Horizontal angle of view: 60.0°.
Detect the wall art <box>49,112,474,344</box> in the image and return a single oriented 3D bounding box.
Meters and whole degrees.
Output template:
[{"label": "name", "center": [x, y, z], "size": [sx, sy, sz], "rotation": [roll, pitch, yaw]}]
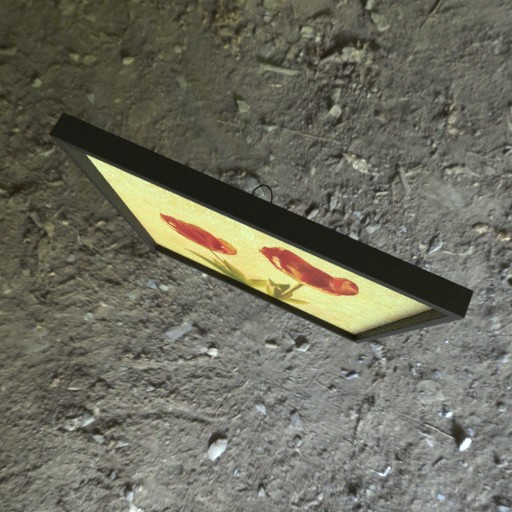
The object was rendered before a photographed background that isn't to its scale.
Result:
[{"label": "wall art", "center": [0.000, 0.000, 0.511], "size": [0.349, 0.349, 0.038], "rotation": [24, 77, 6]}]
